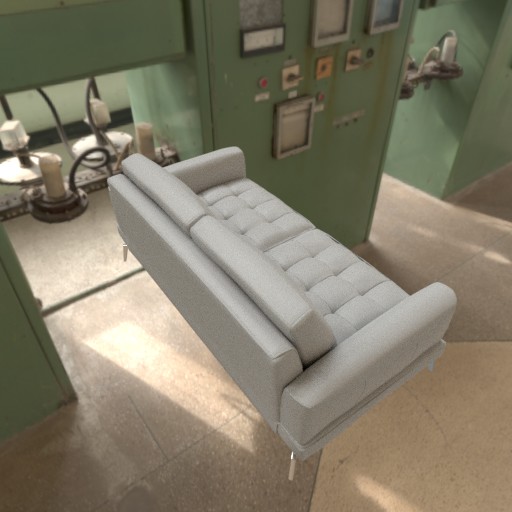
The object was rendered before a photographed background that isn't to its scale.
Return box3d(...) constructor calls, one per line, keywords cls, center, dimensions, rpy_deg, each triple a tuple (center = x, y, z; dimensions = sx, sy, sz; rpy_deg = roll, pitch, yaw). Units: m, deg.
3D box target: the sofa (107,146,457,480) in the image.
box3d(cls="sofa", center=(0.000, 0.000, 2.771), dimensions=(1.121, 0.930, 2.177), rpy_deg=(-25, 46, -27))
